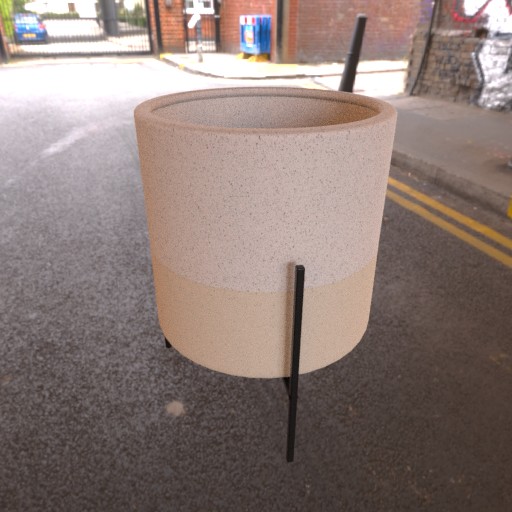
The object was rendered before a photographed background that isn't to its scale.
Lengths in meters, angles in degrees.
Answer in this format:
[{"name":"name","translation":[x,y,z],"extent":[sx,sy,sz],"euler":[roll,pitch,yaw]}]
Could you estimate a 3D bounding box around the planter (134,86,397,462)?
[{"name":"planter","translation":[0.000,0.000,0.638],"extent":[0.335,0.423,0.313],"euler":[9,30,16]}]
